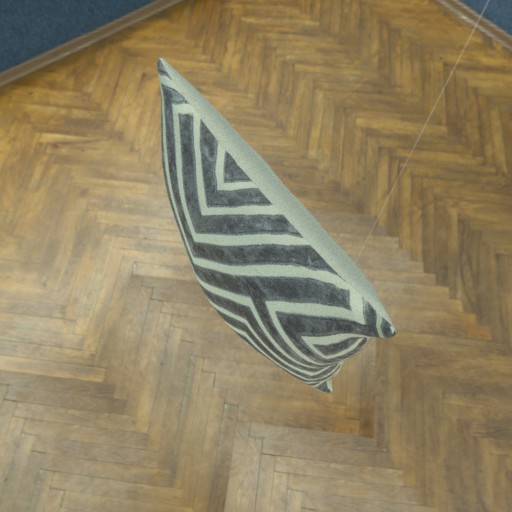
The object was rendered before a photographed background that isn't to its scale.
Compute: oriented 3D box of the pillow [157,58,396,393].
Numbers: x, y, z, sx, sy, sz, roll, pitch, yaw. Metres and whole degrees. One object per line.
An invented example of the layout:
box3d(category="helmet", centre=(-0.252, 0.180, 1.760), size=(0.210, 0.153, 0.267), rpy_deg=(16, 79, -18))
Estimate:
box3d(category="pillow", centre=(0.000, 0.000, 0.676), size=(0.182, 0.441, 0.440), rpy_deg=(-33, 70, -14))
